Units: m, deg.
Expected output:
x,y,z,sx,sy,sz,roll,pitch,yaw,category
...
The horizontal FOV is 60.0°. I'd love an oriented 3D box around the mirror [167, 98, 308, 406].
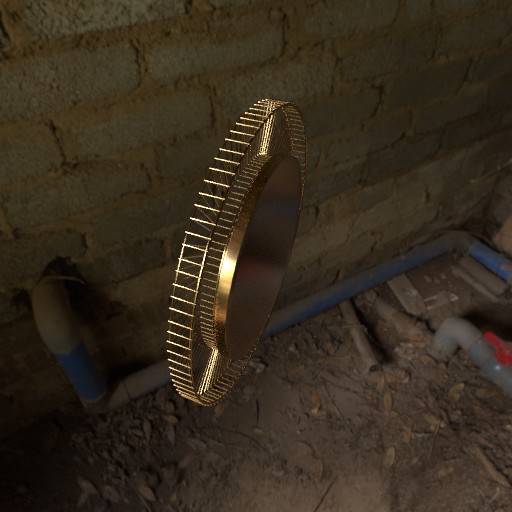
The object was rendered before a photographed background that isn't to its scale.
x,y,z,sx,sy,sz,roll,pitch,yaw,category
0.000,0.000,1.047,0.067,0.703,0.703,16,48,15,mirror
